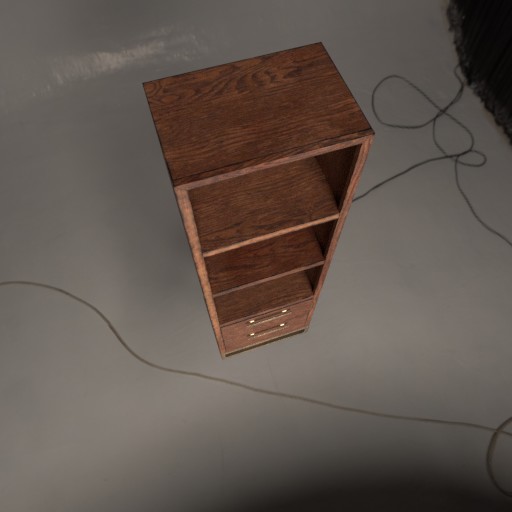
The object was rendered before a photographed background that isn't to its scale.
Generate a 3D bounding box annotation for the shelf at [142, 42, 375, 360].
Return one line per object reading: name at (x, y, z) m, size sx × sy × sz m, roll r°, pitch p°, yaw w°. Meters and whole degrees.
shelf at (0.000, 0.000, 1.956) m, size 0.539 × 1.732 × 0.395 m, roll -17°, pitch 65°, yaw -8°
